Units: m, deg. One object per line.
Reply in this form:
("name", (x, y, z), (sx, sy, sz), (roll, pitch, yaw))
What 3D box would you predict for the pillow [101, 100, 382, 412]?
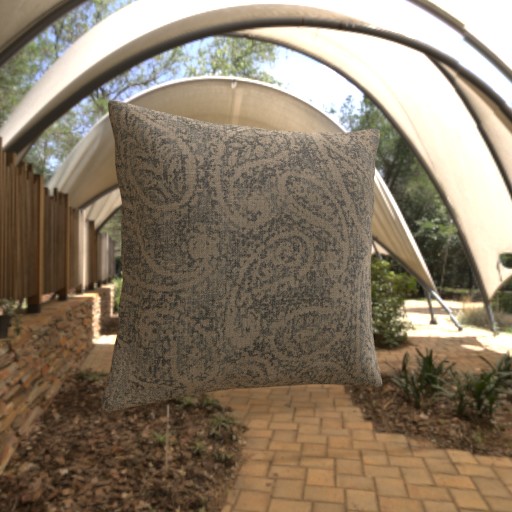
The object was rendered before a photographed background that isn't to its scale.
("pillow", (0.000, 0.000, 0.797), (0.523, 0.510, 0.166), (0, -1, -18))
